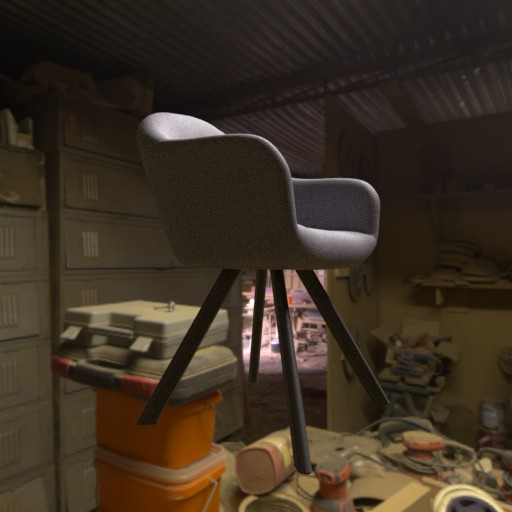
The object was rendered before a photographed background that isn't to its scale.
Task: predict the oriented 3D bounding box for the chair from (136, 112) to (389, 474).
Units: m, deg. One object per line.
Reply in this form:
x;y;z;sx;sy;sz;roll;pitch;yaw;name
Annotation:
0.000;0.000;1.155;0.550;0.795;0.590;0;-1;34;chair
